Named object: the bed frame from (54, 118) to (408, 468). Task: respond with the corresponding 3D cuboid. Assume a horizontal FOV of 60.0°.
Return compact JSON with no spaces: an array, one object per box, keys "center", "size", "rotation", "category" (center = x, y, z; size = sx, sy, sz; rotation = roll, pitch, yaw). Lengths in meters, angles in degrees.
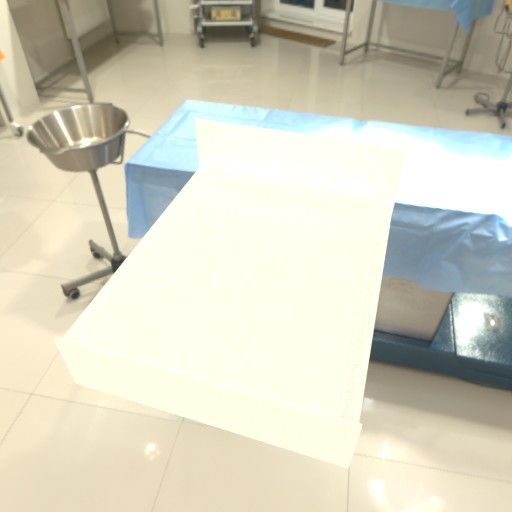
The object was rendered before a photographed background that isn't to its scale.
[{"center":[0.000,0.000,2.875],"size":[1.622,0.800,1.960],"rotation":[12,43,13],"category":"bed frame"}]
